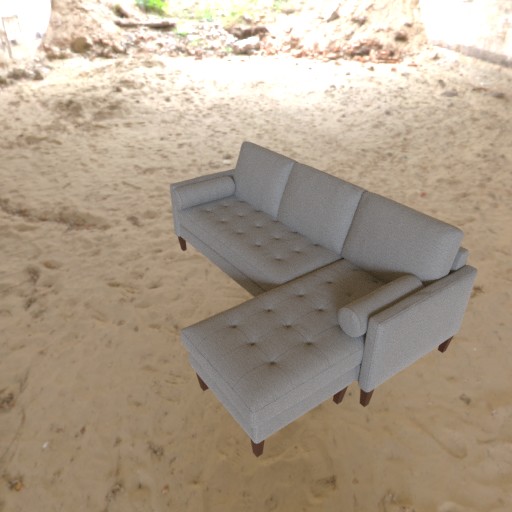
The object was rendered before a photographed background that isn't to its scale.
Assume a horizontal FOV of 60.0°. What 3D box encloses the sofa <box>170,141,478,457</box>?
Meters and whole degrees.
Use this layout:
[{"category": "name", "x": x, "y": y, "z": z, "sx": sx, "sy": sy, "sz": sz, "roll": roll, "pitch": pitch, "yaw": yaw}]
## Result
[{"category": "sofa", "x": 0.000, "y": 0.000, "z": 2.926, "sx": 1.506, "sy": 0.875, "sz": 2.178, "roll": -21, "pitch": 37, "yaw": -30}]
